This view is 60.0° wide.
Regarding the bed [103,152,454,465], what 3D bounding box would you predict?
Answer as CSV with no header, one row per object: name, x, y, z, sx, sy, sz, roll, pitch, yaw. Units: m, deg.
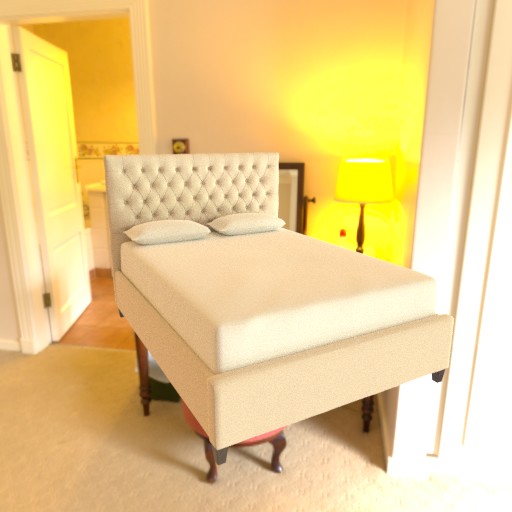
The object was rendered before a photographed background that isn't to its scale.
bed,0.000,0.000,3.299,1.696,1.426,2.233,-8,17,-28
